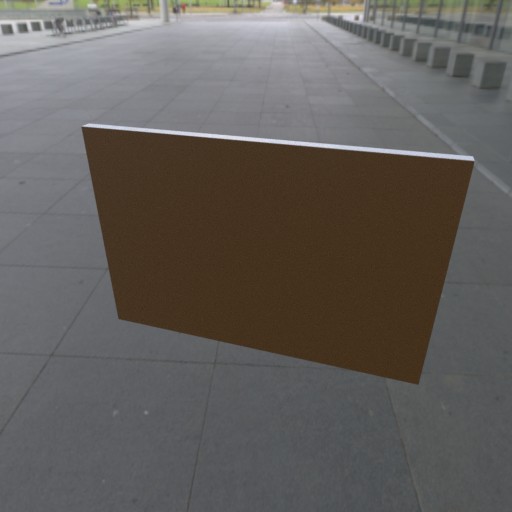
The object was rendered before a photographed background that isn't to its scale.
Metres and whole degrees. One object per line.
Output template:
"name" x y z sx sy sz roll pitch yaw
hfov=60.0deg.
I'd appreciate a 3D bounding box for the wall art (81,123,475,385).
"wall art" 0.000 0.000 1.449 1.145 0.762 0.041 9 31 15
